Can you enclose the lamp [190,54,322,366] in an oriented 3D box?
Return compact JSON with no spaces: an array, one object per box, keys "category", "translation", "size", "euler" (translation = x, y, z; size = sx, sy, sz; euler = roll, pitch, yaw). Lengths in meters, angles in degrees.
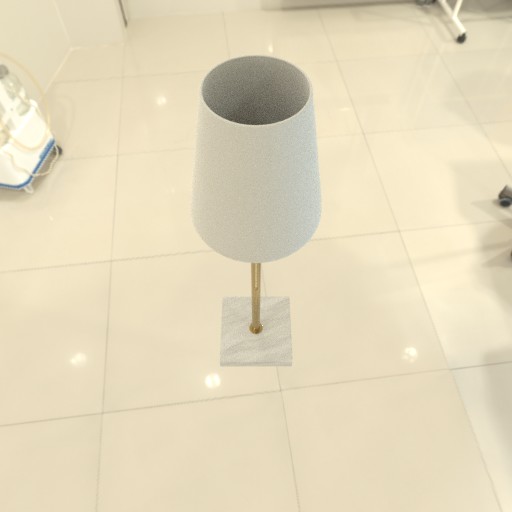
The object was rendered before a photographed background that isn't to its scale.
[{"category":"lamp","translation":[0.000,0.000,0.722],"size":[0.181,0.639,0.181],"euler":[0,57,0]}]
